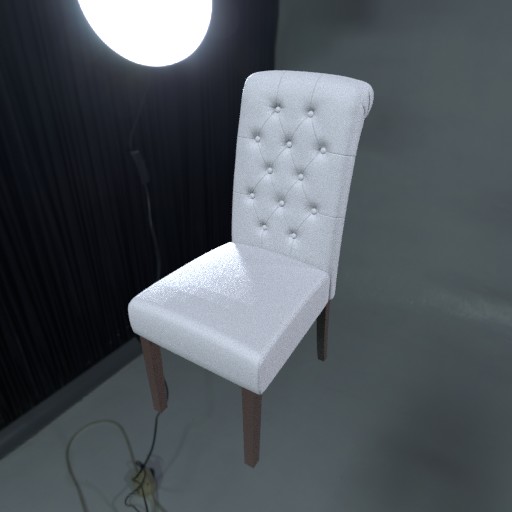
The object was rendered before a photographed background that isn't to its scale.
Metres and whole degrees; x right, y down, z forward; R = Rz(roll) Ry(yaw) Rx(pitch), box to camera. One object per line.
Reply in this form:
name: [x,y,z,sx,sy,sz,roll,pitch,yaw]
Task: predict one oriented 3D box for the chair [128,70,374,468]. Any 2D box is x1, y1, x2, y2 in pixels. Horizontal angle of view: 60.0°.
chair: [0.000,0.000,1.379,0.456,1.006,0.671,18,34,28]
